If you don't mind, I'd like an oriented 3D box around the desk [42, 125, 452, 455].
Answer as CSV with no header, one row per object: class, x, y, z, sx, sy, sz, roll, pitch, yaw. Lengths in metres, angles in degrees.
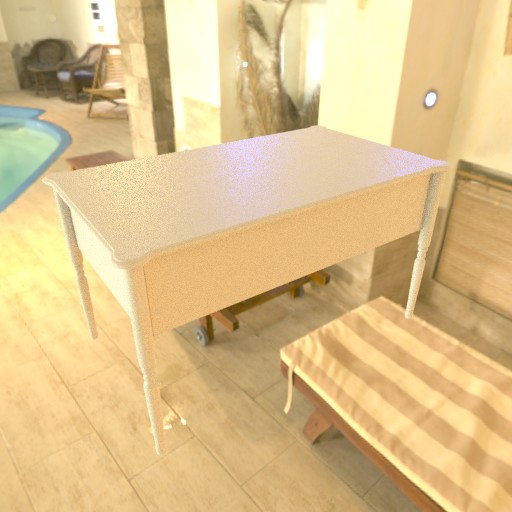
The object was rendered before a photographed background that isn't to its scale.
desk,0.000,0.000,1.871,1.380,0.762,0.807,-19,35,-30
